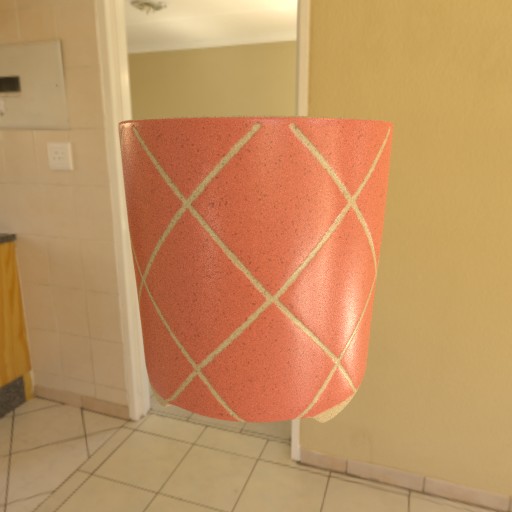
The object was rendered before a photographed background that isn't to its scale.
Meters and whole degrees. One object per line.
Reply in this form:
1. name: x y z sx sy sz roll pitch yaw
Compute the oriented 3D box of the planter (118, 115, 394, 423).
1. planter: 0.000 0.000 0.410 0.227 0.235 0.227 0 14 0
